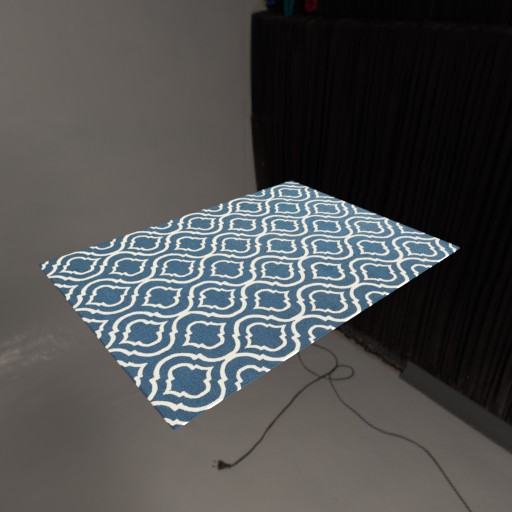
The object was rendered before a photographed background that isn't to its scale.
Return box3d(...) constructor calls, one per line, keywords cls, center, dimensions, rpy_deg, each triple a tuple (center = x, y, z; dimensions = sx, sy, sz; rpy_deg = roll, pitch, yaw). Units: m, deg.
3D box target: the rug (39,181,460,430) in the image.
box3d(cls="rug", center=(0.000, 0.000, 4.342), dimensions=(3.353, 0.010, 2.438), rpy_deg=(-24, 38, -34))
